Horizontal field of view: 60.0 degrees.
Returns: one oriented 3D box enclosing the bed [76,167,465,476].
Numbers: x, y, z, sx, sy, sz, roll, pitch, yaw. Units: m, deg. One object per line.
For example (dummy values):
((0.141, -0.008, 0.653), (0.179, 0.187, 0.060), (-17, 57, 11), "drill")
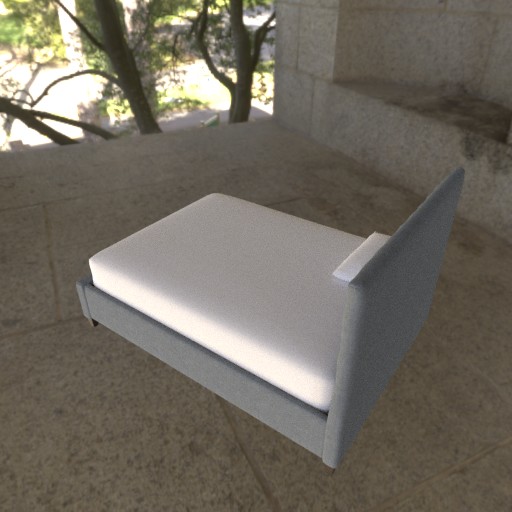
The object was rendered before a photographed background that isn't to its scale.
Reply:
((0.000, 0.000, 3.372), (2.335, 1.411, 1.698), (21, 38, 30), "bed")
